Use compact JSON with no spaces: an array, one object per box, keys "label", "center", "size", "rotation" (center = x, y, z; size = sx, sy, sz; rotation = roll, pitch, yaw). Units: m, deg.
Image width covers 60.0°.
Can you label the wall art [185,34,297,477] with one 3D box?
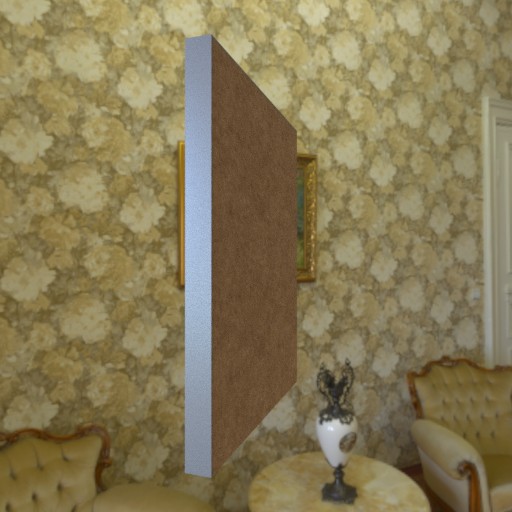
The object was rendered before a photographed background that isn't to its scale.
[{"label":"wall art","center":[0.000,0.000,0.774],"size":[0.037,0.554,0.453],"rotation":[0,0,19]}]
